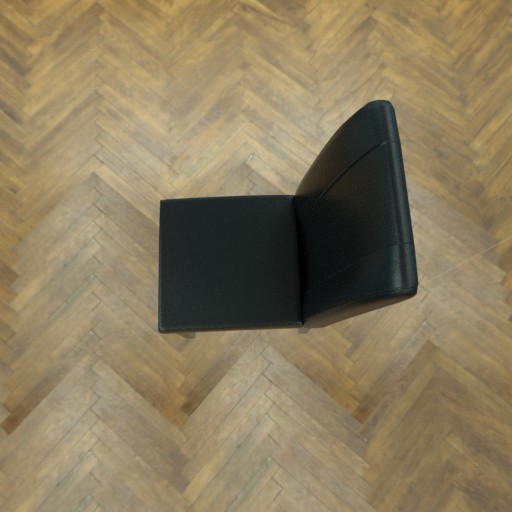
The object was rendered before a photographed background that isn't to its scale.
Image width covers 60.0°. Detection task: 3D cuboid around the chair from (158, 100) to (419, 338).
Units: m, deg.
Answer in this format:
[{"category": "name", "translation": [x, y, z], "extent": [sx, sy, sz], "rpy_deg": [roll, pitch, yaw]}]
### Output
[{"category": "chair", "translation": [0.000, 0.000, 1.232], "extent": [0.556, 0.897, 0.399], "rpy_deg": [-2, 75, -1]}]
